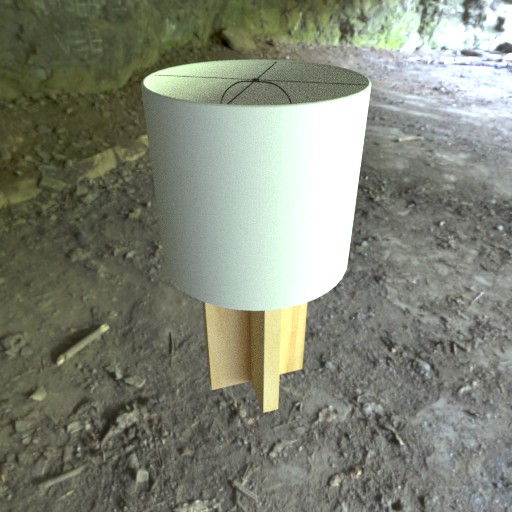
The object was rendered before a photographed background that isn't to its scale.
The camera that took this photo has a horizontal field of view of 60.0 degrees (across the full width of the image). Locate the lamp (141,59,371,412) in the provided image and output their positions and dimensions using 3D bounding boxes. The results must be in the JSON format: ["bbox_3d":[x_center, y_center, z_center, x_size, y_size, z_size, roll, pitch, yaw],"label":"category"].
[{"bbox_3d":[0.000,0.000,0.564,0.229,0.428,0.229,-9,34,-14],"label":"lamp"}]
